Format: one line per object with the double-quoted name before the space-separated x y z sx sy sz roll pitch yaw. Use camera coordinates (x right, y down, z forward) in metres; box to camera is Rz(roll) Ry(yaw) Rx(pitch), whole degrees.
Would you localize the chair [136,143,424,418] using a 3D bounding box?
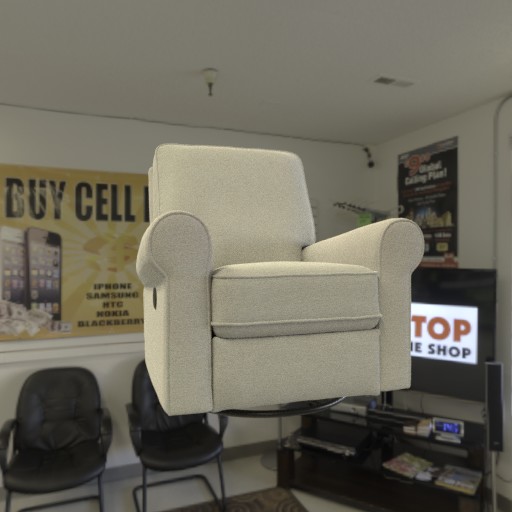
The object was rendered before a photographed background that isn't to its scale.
"chair" 0.000 0.000 1.679 0.890 0.960 0.878 0 0 -19
